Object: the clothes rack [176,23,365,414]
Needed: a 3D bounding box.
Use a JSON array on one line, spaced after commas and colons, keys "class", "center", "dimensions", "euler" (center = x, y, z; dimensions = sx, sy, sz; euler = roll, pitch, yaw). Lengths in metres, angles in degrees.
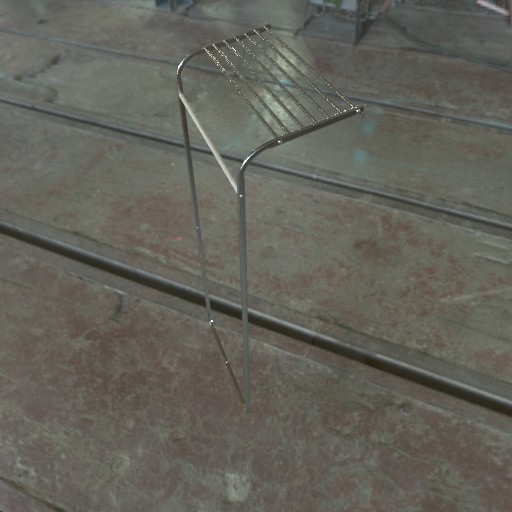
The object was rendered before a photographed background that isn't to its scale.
[{"class": "clothes rack", "center": [0.000, 0.000, 1.838], "dimensions": [0.349, 1.574, 0.609], "euler": [-17, 49, -15]}]
